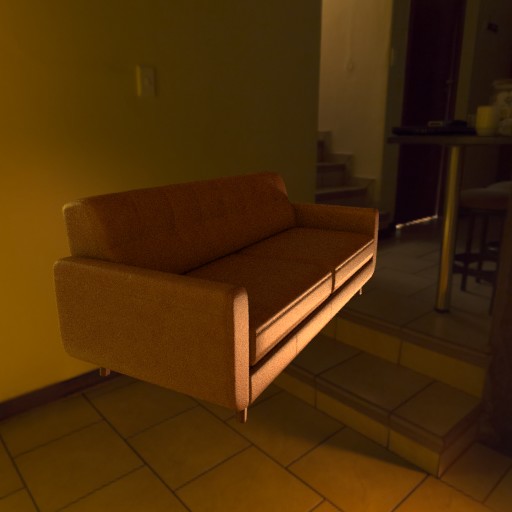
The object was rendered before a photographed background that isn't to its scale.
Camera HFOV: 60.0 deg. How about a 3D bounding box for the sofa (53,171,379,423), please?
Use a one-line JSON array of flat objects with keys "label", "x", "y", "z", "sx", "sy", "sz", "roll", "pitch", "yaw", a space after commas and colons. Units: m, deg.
[{"label": "sofa", "x": 0.000, "y": 0.000, "z": 2.668, "sx": 0.980, "sy": 0.892, "sz": 2.137, "roll": 8, "pitch": 17, "yaw": 27}]
